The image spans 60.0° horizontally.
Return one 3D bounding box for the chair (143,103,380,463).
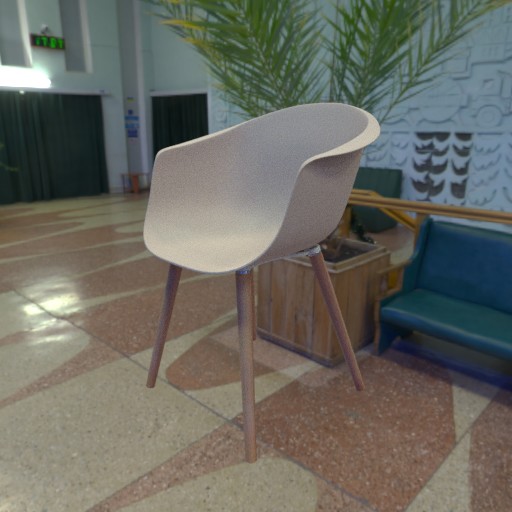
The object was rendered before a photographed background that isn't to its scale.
[{"bbox_3d":[0.000,0.000,1.167,0.504,0.781,0.593,-15,22,-42],"label":"chair"}]
